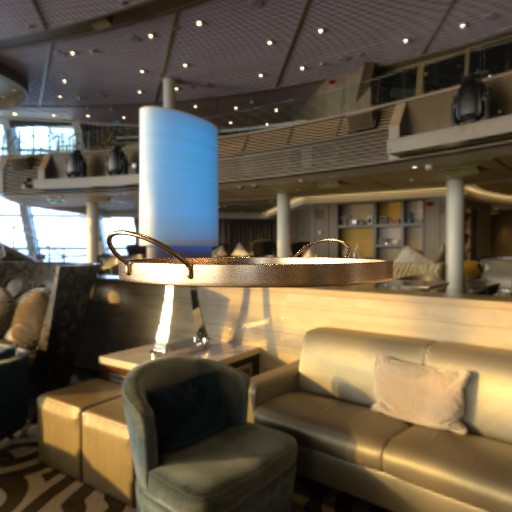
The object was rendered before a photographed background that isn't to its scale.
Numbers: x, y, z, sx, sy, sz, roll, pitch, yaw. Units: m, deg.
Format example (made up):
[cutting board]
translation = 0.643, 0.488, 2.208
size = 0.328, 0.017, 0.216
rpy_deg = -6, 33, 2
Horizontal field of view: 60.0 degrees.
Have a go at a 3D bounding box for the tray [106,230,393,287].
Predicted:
[tray]
translation = 0.000, 0.000, 0.741
size = 0.438, 0.069, 0.543
rpy_deg = 1, 1, 37
